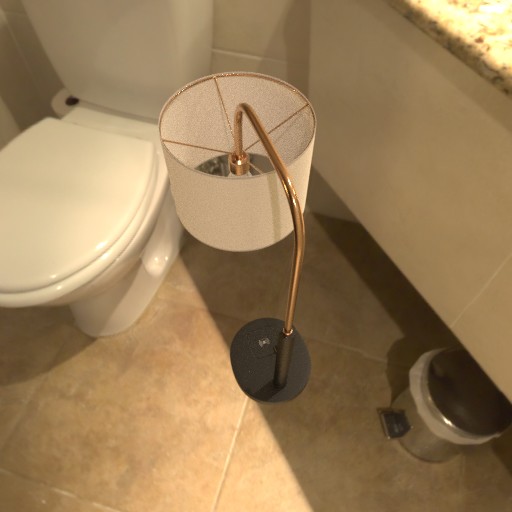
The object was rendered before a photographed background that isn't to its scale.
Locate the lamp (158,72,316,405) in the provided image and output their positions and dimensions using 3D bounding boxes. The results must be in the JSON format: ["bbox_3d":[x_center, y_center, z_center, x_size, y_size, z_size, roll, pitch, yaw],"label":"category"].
[{"bbox_3d":[0.000,0.000,0.706,0.199,0.540,0.337,-17,58,-11],"label":"lamp"}]
